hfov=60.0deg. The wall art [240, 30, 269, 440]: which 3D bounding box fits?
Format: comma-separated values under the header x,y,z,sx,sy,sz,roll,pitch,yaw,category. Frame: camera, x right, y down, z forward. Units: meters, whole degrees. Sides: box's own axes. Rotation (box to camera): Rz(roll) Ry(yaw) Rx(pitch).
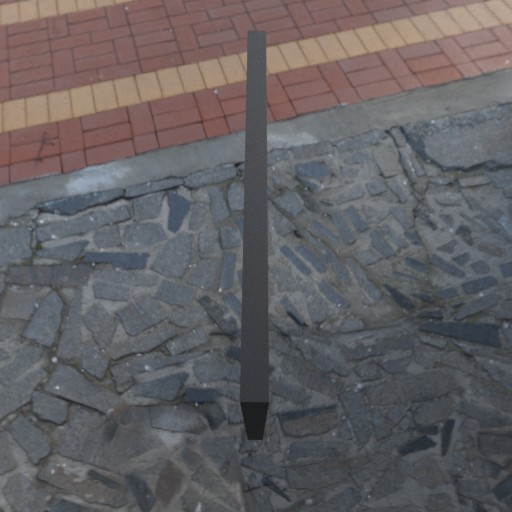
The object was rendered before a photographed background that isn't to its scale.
x,y,z,sx,sy,sz,roll,pitch,yaw,category
0.000,0.000,0.770,0.029,0.457,0.558,0,63,0,wall art
